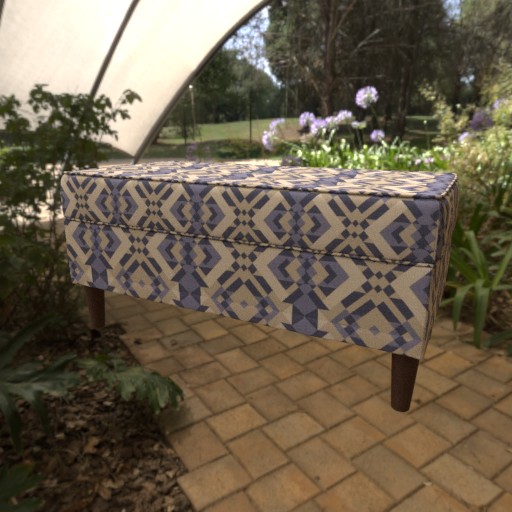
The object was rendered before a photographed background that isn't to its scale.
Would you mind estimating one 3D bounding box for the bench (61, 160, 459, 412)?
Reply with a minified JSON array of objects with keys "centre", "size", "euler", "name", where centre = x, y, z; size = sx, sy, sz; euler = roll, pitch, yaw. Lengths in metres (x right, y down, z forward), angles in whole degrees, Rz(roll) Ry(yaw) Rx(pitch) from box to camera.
[{"centre":[0.000,0.000,1.277],"size":[1.016,0.477,0.492],"euler":[8,18,26],"name":"bench"}]
